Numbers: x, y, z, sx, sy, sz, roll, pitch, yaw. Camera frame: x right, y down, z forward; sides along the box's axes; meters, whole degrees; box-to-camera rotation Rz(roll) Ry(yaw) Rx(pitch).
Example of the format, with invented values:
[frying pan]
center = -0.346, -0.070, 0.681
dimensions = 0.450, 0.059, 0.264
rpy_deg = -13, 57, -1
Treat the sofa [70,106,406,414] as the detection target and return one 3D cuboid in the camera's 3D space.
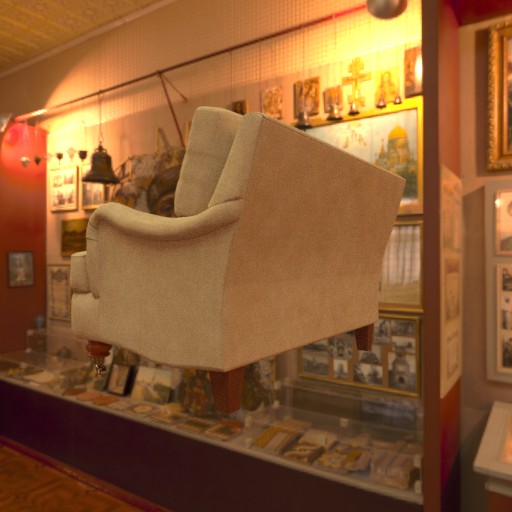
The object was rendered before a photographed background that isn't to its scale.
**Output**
[sofa]
center = 0.000, 0.000, 2.259
dimensions = 1.086, 1.087, 1.498
rpy_deg = 0, 0, 36
